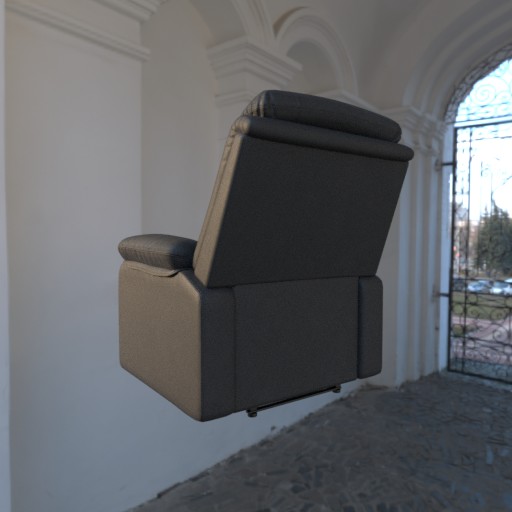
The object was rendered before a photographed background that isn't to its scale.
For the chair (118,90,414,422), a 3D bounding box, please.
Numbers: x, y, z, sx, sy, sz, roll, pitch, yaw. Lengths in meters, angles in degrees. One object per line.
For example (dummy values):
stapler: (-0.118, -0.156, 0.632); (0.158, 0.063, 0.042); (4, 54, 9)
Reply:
chair: (0.000, 0.000, 1.688); (0.855, 0.992, 0.919); (-2, 3, -35)
